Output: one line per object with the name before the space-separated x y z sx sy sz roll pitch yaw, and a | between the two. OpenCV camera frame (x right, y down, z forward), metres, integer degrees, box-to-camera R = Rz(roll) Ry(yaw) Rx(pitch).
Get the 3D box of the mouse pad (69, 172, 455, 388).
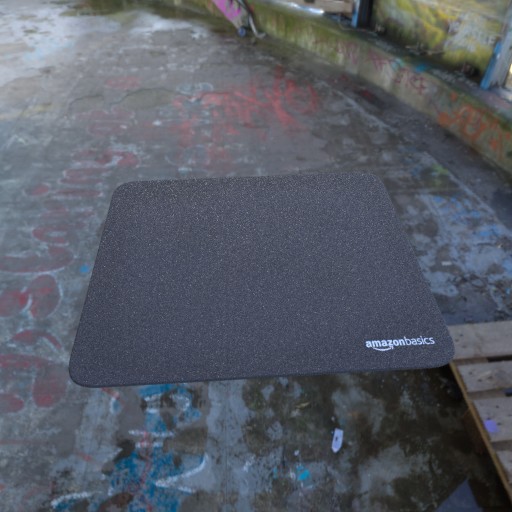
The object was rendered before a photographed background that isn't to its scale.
mouse pad | 0.000 0.000 0.347 0.249 0.002 0.211 -3 45 -3
